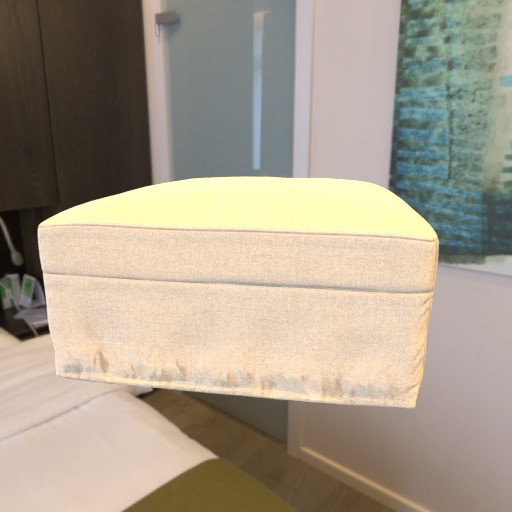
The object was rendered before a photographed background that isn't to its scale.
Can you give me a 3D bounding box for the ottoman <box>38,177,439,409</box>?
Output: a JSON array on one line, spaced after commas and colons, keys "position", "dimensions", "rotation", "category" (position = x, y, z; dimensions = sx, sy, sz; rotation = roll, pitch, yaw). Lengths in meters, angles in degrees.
[{"position": [0.000, 0.000, 1.303], "dimensions": [0.843, 0.436, 0.840], "rotation": [2, 15, 9], "category": "ottoman"}]
